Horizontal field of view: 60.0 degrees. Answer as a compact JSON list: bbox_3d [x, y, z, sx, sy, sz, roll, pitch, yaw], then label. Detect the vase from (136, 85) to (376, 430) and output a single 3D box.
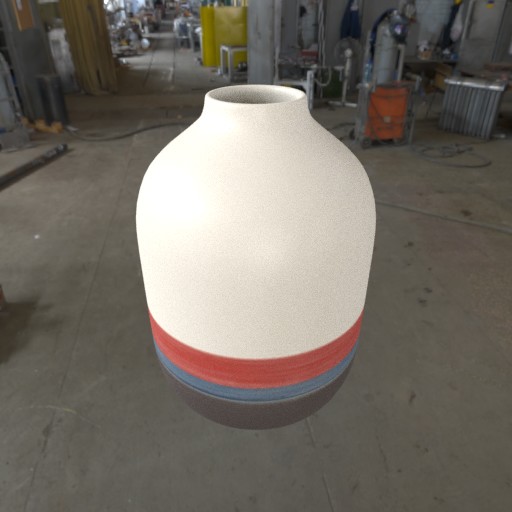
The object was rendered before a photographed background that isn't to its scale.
[{"bbox_3d":[0.000,0.000,0.338,0.169,0.237,0.169,0,31,0],"label":"vase"}]
